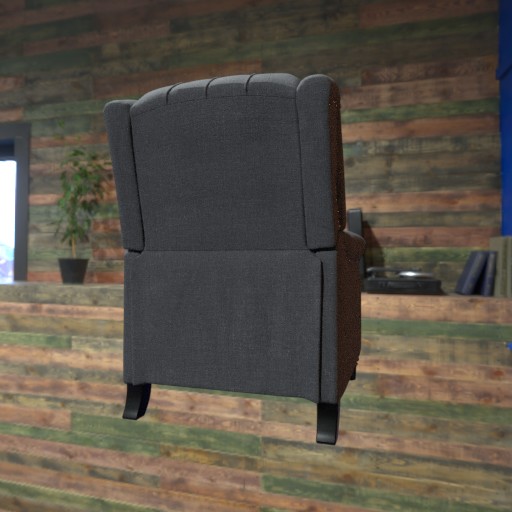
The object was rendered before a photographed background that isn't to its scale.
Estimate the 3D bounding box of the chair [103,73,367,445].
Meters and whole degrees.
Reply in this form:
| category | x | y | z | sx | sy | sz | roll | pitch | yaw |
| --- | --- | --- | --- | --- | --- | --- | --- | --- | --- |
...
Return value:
| category | x | y | z | sx | sy | sz | roll | pitch | yaw |
| --- | --- | --- | --- | --- | --- | --- | --- | --- | --- |
| chair | 0.000 | 0.000 | 1.617 | 0.742 | 1.035 | 0.898 | 0 | -1 | 18 |
